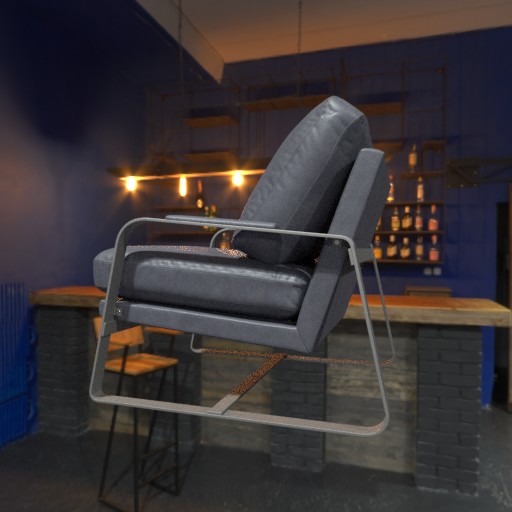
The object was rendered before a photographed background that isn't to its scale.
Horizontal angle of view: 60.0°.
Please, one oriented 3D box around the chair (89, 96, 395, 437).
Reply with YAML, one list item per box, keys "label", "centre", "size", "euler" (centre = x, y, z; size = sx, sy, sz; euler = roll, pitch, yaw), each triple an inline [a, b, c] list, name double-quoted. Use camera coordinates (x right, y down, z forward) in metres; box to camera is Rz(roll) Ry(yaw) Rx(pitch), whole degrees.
- label: "chair"
  centre: [0.000, 0.000, 1.483]
  size: [0.878, 0.839, 0.692]
  euler: [0, 1, 18]
